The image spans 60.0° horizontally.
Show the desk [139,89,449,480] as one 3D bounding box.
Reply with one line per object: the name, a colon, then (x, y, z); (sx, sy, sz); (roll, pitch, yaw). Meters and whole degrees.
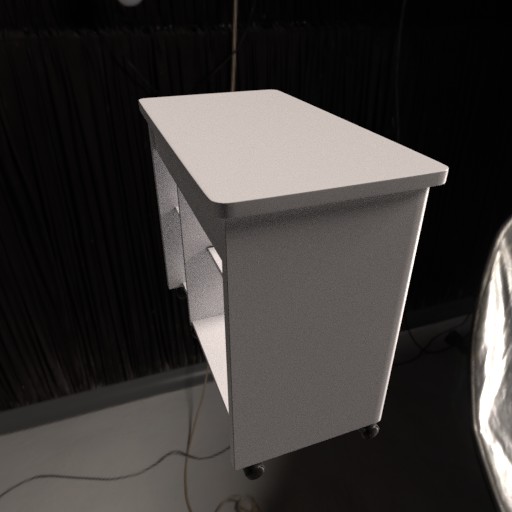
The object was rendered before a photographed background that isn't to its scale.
desk: (0.000, 0.000, 1.305); (0.475, 0.763, 0.877); (-11, 32, -18)
